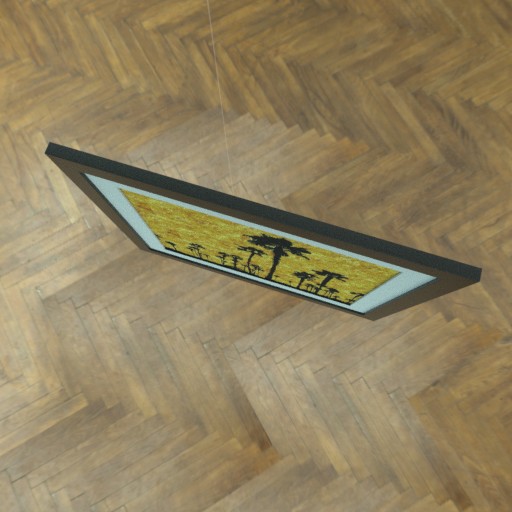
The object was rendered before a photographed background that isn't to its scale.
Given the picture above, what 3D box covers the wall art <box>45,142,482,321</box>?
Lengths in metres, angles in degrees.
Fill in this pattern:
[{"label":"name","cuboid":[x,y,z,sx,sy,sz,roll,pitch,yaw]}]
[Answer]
[{"label":"wall art","cuboid":[0.000,0.000,0.534,0.383,0.332,0.012,17,77,4]}]
